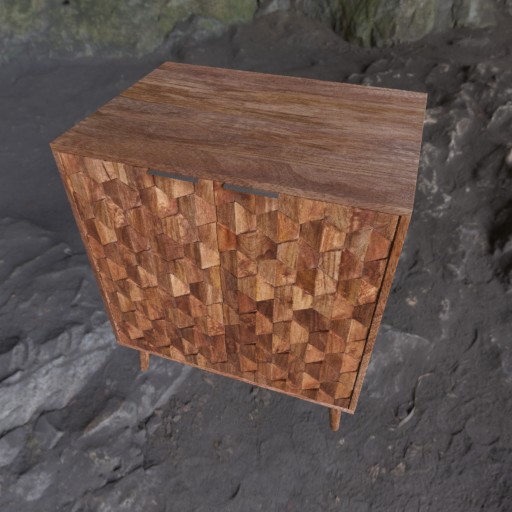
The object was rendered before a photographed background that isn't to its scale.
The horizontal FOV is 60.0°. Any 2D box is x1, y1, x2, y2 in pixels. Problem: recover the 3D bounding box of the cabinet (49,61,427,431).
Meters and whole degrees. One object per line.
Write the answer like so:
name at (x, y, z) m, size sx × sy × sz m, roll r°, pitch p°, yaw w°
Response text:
cabinet at (0.000, 0.000, 1.150) m, size 0.647 × 0.758 × 0.473 m, roll 13°, pitch 43°, yaw 14°
